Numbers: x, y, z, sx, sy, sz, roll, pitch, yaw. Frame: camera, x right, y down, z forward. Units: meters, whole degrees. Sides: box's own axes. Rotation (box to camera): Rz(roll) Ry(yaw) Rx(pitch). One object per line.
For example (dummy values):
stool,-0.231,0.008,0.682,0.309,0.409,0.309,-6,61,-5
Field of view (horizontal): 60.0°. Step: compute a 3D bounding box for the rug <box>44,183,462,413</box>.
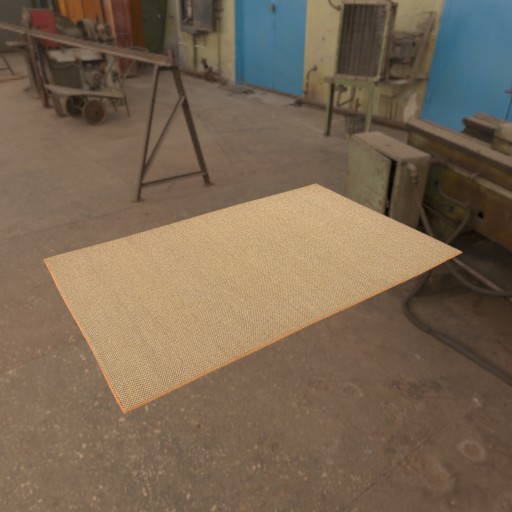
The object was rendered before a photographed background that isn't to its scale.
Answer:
rug,0.000,0.000,2.094,1.678,0.013,1.078,-19,36,-29
